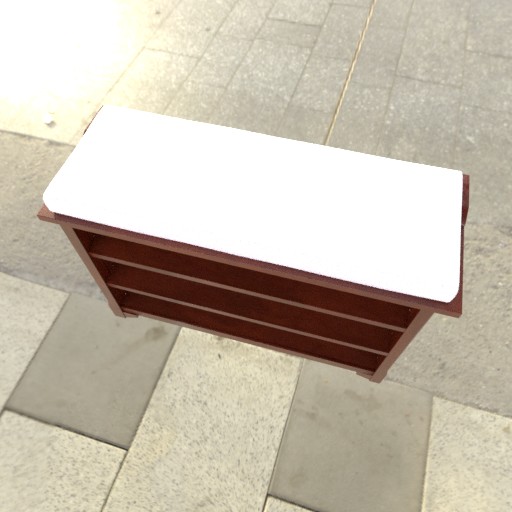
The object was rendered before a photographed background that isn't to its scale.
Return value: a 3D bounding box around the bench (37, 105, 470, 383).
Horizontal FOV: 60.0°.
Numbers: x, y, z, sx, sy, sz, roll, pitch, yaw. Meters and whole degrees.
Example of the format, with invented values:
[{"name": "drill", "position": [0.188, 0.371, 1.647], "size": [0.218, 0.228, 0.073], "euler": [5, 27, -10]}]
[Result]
[{"name": "bench", "position": [0.000, 0.000, 1.304], "size": [0.987, 0.646, 0.369], "euler": [13, 59, 8]}]
